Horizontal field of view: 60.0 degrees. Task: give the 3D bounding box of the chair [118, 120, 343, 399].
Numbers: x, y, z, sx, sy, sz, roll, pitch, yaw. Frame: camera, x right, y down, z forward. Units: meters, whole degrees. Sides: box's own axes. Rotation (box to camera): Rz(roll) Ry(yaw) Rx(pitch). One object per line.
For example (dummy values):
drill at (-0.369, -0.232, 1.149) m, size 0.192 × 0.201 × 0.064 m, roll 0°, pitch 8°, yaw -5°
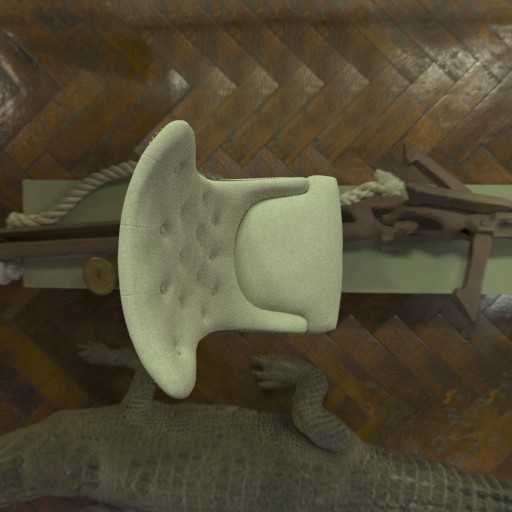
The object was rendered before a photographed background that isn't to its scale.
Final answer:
chair at (0.000, 0.000, 1.424) m, size 0.590 × 1.065 × 0.584 m, roll 0°, pitch 91°, yaw 0°
